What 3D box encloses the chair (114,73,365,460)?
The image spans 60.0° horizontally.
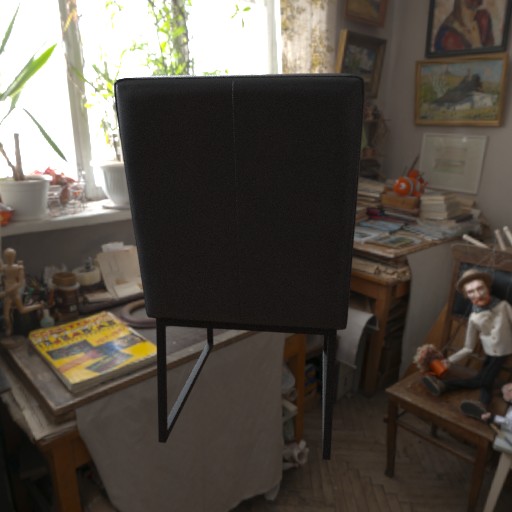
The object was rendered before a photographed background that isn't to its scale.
[{"bbox_3d":[0.000,0.000,1.285,0.520,0.930,0.634,2,17,8],"label":"chair"}]
